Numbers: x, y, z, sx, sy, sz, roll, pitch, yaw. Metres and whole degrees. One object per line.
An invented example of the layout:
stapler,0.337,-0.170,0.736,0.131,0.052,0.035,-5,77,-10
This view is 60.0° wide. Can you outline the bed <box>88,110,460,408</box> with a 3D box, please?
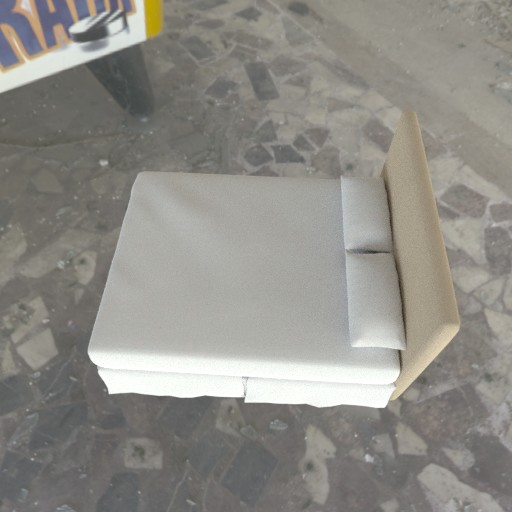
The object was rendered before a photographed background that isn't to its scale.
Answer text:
bed,0.000,0.000,3.162,2.142,1.330,1.723,3,56,2
